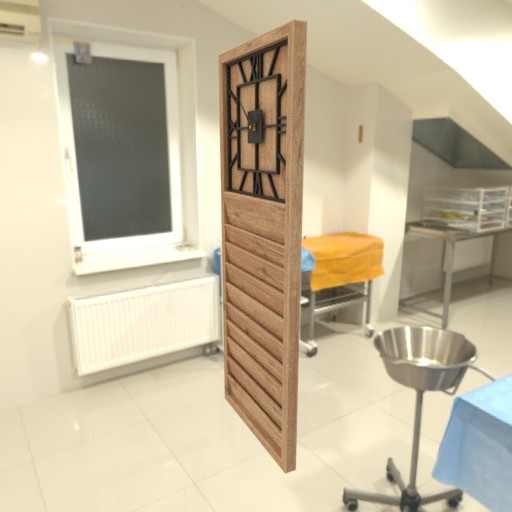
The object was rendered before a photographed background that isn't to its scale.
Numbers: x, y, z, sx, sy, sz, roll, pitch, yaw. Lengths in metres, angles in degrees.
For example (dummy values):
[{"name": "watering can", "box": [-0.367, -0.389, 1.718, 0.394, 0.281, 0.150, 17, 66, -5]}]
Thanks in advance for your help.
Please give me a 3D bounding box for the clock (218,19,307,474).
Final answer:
[{"name": "clock", "box": [0.000, 0.000, 1.080, 0.030, 0.965, 0.361, -7, 15, -26]}]
